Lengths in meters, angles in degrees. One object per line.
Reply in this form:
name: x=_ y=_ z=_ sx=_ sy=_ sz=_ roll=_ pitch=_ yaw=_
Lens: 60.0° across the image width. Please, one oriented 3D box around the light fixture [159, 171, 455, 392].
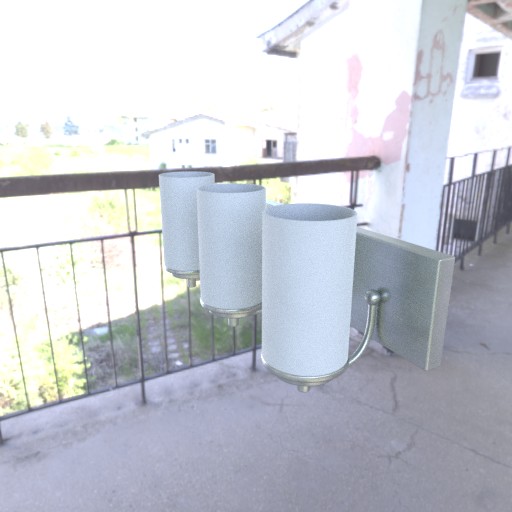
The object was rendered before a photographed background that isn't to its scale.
light fixture: x=0.000 y=0.000 z=0.547 sx=0.145 sy=0.172 sz=0.451 roll=-9 pitch=19 yaw=-26
